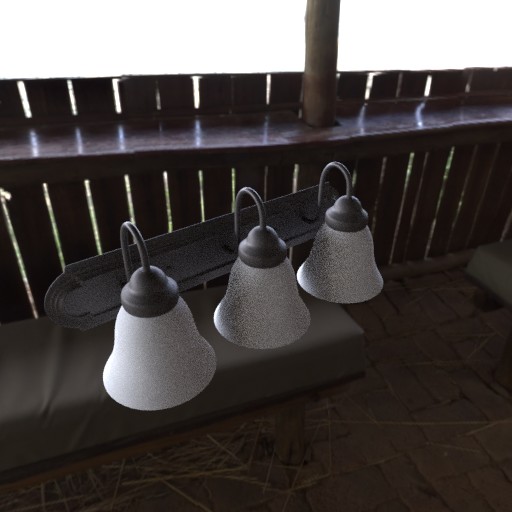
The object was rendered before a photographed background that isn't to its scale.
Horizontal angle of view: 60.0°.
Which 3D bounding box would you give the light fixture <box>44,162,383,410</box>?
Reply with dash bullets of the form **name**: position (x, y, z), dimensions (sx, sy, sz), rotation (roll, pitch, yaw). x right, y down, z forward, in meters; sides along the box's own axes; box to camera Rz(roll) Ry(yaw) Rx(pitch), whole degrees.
- **light fixture**: position (0.000, 0.000, 0.714), dimensions (0.610, 0.222, 0.199), rotation (-22, 37, -32)
